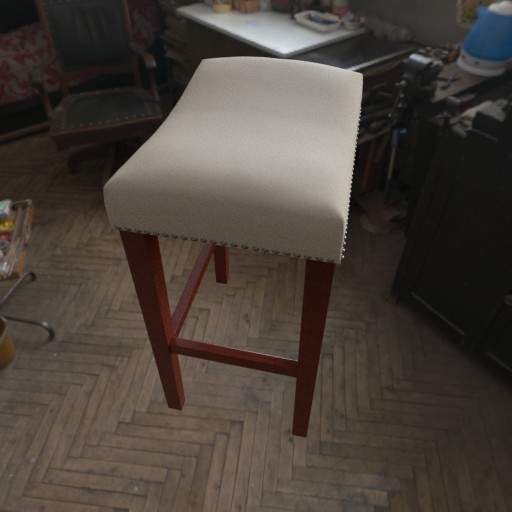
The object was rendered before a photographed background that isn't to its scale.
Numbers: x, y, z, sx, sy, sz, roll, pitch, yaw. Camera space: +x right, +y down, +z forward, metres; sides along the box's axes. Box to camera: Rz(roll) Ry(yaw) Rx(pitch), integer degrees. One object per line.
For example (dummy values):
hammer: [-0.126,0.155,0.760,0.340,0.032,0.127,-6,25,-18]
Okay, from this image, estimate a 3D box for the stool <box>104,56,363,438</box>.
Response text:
stool: [0.000,0.000,1.036,0.372,0.742,0.504,9,46,9]
